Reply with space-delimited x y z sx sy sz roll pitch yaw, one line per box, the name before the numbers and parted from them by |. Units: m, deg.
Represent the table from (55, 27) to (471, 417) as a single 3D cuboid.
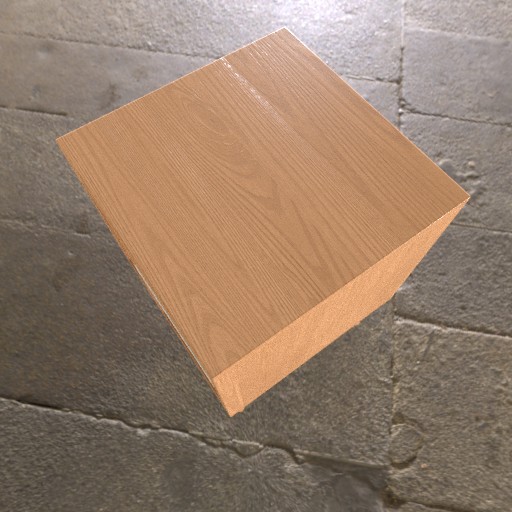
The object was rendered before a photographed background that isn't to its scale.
table | 0.000 0.000 0.842 0.400 0.550 0.400 -33 69 -15
